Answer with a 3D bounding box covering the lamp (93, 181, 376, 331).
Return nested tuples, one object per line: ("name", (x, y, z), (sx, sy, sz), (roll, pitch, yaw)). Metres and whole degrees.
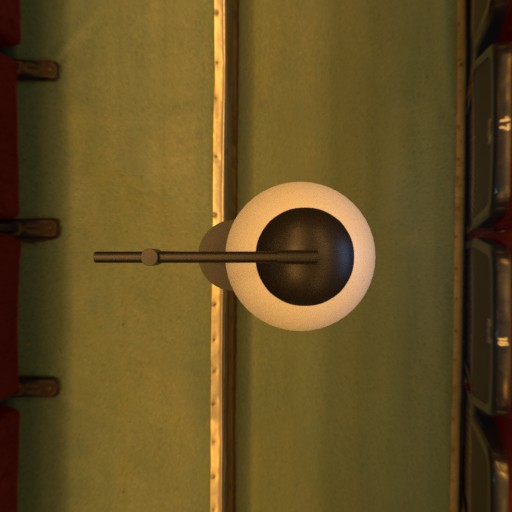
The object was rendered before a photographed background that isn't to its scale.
("lamp", (0.000, 0.000, 0.713), (0.316, 0.559, 0.197), (0, 90, 1))
